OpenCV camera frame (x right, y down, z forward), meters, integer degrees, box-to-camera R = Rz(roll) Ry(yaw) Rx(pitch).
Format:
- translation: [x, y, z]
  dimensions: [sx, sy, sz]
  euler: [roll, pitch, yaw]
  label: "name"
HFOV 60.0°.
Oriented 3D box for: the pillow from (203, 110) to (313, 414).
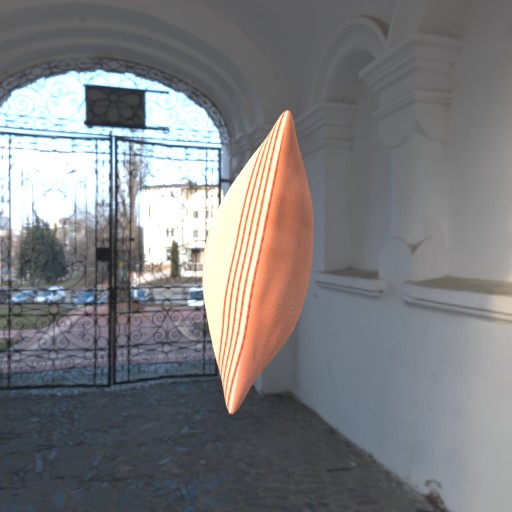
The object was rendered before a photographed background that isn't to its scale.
- translation: [0.000, 0.000, 0.718]
  dimensions: [0.156, 0.292, 0.608]
  euler: [0, 1, 0]
  label: "pillow"
